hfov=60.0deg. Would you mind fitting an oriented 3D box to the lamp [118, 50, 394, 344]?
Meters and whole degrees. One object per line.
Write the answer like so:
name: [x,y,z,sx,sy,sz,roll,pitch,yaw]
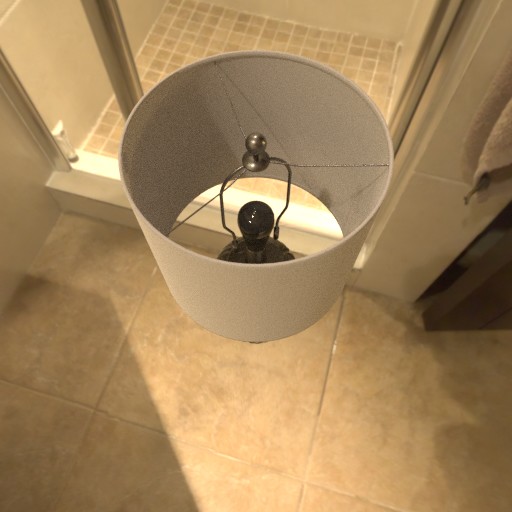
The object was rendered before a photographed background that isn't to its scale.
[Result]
lamp: [0.000,0.000,0.496,0.203,0.389,0.203,-19,65,-9]
